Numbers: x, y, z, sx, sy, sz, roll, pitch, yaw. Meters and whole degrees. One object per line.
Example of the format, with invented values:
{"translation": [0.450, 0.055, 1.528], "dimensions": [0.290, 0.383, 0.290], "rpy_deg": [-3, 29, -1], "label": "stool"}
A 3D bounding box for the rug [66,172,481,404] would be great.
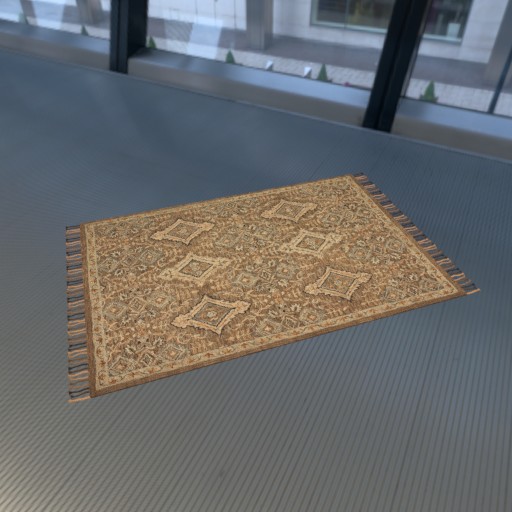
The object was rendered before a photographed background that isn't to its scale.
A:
{"translation": [0.000, 0.000, 2.999], "dimensions": [2.434, 0.010, 1.516], "rpy_deg": [-12, 42, -14], "label": "rug"}
